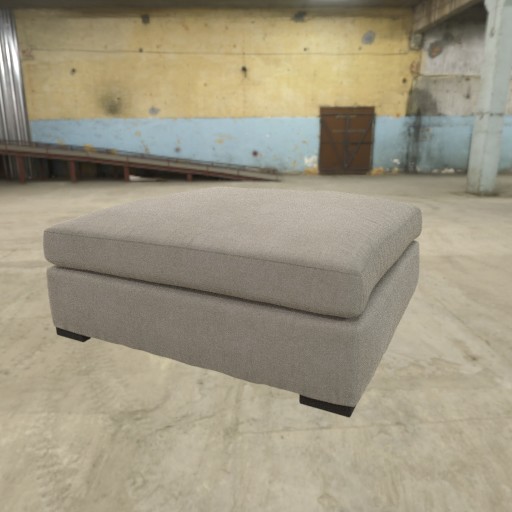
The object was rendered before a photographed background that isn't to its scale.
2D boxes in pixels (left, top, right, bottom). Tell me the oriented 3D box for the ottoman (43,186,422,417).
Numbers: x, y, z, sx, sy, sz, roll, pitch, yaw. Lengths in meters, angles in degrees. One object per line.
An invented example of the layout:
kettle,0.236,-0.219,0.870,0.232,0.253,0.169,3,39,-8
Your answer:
ottoman,0.000,0.000,1.851,1.203,0.517,1.171,8,17,26
